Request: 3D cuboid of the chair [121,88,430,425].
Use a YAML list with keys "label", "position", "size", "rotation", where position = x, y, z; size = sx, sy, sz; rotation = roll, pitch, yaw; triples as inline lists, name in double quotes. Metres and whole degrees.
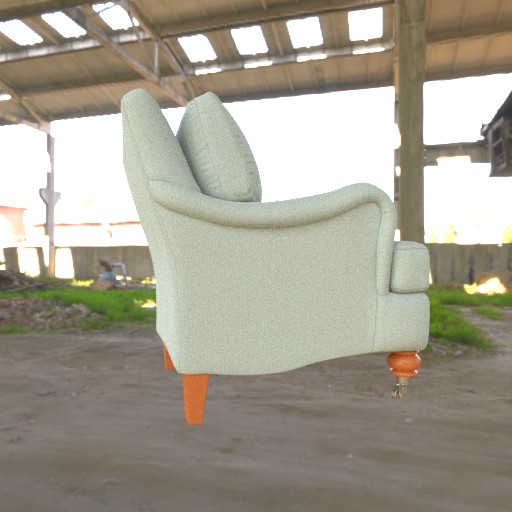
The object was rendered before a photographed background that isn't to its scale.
- label: "chair"
  position: [0.000, 0.000, 1.832]
  size: [1.070, 1.038, 0.955]
  rotation: [0, -1, -17]
